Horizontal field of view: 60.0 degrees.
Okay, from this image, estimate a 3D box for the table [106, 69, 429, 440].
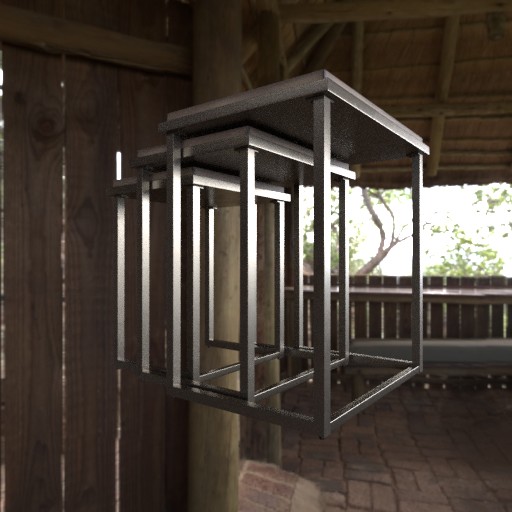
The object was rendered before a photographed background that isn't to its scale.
[{"bbox_3d":[0.000,0.000,1.140,0.706,0.610,0.559,0,0,37],"label":"table"}]
